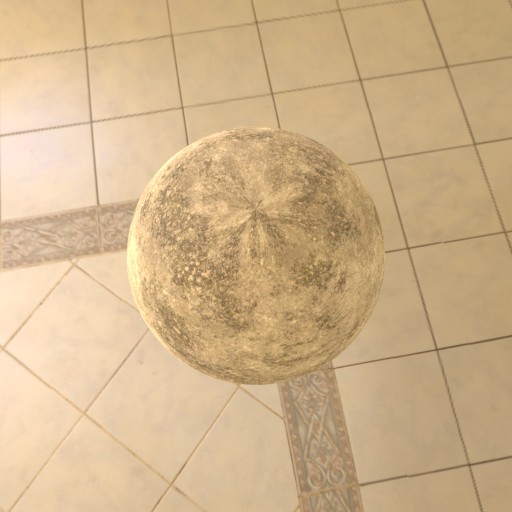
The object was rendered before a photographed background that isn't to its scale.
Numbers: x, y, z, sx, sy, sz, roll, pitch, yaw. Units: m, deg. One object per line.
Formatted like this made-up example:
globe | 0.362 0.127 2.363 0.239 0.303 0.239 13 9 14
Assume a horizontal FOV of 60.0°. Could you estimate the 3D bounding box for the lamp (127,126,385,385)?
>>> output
lamp | 0.000 0.000 0.754 0.422 0.429 0.422 0 74 0
